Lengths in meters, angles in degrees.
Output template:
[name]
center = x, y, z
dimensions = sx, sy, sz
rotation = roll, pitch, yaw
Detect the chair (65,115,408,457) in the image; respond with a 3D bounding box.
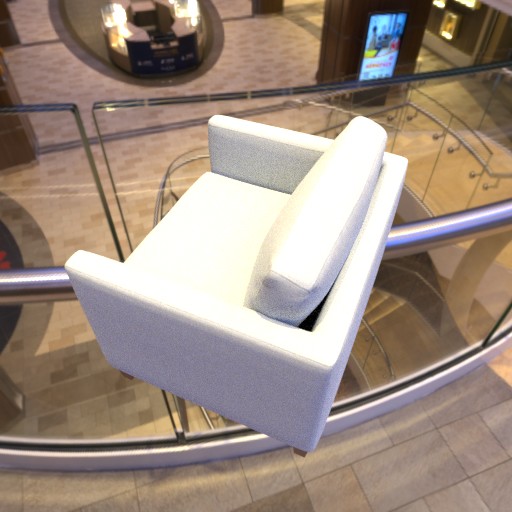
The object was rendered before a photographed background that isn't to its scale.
[chair]
center = 0.000, 0.000, 1.837
dimensions = 0.953, 0.961, 1.107
rotation = 18, 49, 16
